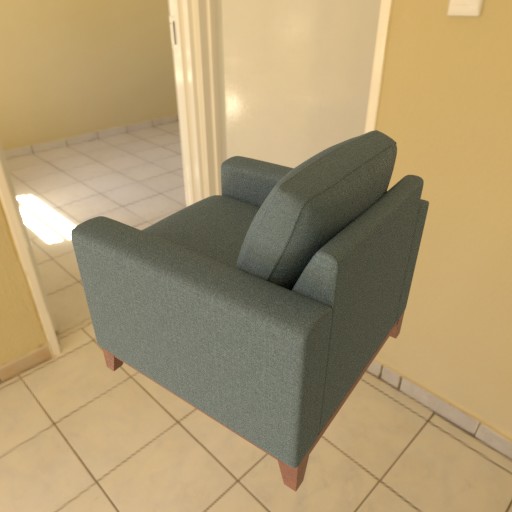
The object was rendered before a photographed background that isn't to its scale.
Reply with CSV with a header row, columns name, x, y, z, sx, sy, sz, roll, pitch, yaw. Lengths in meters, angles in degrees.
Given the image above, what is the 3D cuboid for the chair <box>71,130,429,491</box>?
name,x,y,z,sx,sy,sz,roll,pitch,yaw
chair,0.000,0.000,1.828,1.038,1.010,1.024,20,37,30
